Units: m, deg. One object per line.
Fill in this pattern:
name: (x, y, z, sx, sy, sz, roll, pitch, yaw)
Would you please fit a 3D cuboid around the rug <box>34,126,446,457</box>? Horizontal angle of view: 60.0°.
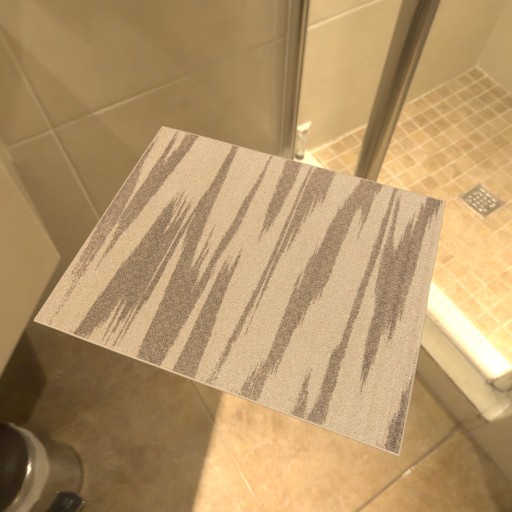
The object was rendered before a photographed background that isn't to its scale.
rug: (0.000, 0.000, 3.851, 2.945, 0.014, 2.353, 17, 61, 10)
